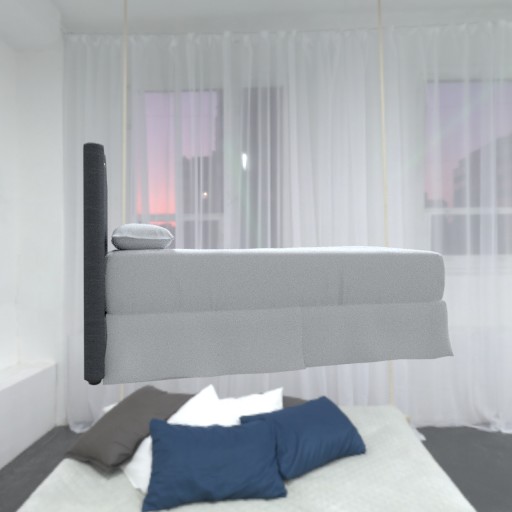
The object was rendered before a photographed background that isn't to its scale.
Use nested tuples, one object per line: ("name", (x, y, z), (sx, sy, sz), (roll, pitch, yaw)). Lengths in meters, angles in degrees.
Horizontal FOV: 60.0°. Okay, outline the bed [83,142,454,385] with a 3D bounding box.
("bed", (0.000, 0.000, 3.585), (2.507, 1.441, 1.747), (0, 1, -18))
